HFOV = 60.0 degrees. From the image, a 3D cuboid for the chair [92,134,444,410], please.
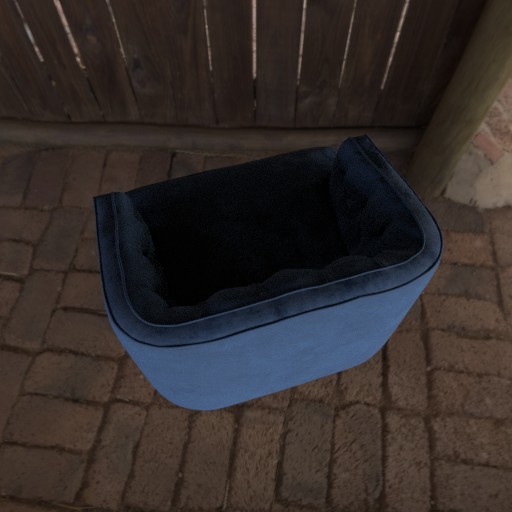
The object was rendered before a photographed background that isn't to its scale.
[{"bbox_3d":[0.000,0.000,1.767,1.094,0.852,0.940,-15,60,-9],"label":"chair"}]
